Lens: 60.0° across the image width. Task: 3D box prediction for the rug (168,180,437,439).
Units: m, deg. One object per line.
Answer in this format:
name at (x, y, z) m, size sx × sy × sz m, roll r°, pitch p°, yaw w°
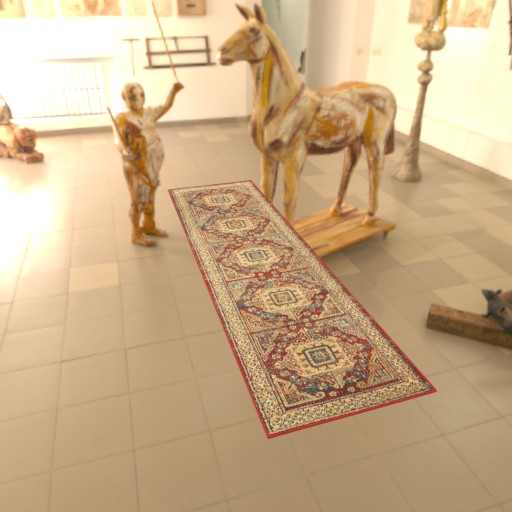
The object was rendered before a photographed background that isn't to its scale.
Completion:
rug at (0.000, 0.000, 2.480) m, size 0.659 × 0.015 × 2.292 m, roll -9°, pitch 31°, yaw -15°
